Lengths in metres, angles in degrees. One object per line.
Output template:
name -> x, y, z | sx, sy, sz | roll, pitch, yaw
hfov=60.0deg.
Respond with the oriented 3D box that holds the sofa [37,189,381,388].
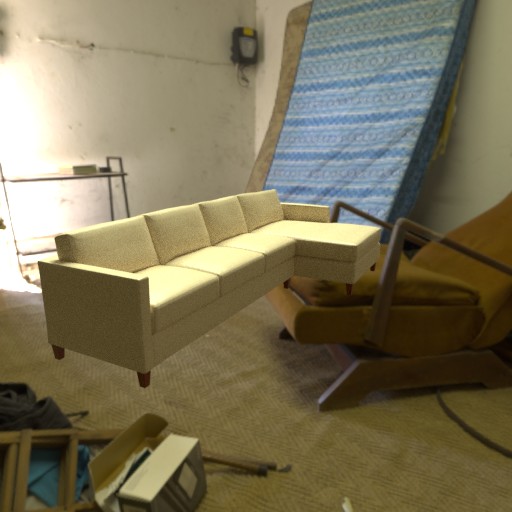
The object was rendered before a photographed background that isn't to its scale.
sofa -> 0.000, 0.000, 4.197 | 1.603, 0.954, 3.471 | 8, 16, 27
